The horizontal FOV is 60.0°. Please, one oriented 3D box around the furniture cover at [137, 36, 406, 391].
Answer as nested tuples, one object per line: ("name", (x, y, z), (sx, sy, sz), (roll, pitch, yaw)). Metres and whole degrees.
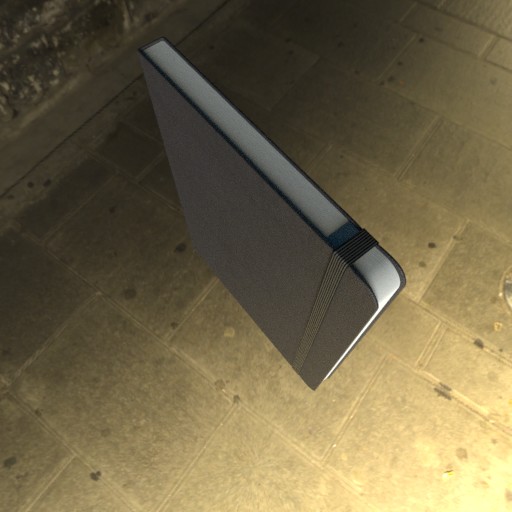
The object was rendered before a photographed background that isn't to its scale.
("furniture cover", (0.000, 0.000, 0.373), (0.023, 0.281, 0.216), (-36, 70, -16))
